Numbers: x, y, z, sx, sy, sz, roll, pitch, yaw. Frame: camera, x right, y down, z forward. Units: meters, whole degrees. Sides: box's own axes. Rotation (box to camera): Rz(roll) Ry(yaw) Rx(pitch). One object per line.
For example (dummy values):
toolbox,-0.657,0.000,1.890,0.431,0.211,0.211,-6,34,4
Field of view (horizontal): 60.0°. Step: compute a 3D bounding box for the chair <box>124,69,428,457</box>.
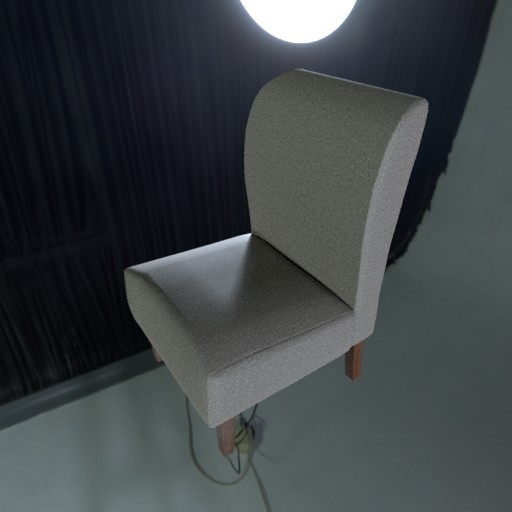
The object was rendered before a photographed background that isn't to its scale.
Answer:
chair,0.000,0.000,1.155,0.592,0.804,0.513,-21,38,-29
